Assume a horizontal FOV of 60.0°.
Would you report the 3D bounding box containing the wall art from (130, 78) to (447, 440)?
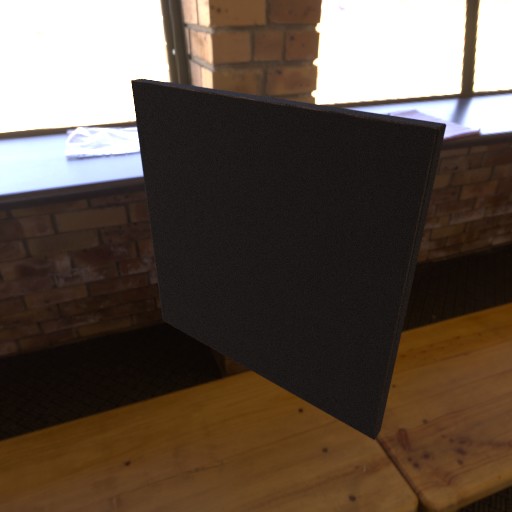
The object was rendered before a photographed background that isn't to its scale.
[{"bbox_3d":[0.000,0.000,0.442,0.304,0.303,0.015,21,37,32],"label":"wall art"}]
